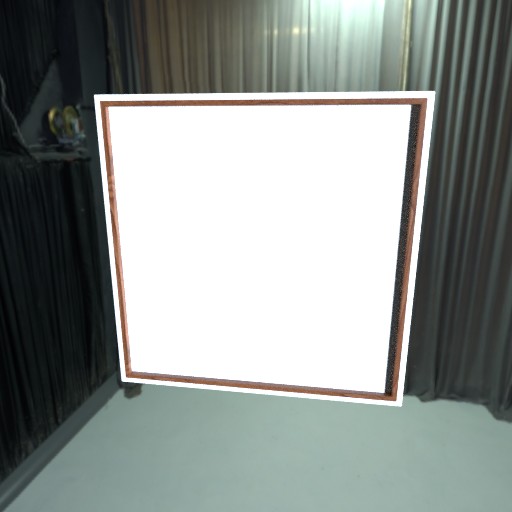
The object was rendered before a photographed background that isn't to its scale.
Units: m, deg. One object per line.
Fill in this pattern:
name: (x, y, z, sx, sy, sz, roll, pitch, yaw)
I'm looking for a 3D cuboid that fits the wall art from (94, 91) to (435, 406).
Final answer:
wall art: (0.000, 0.000, 1.463, 1.009, 1.009, 0.049, 3, 17, 8)
